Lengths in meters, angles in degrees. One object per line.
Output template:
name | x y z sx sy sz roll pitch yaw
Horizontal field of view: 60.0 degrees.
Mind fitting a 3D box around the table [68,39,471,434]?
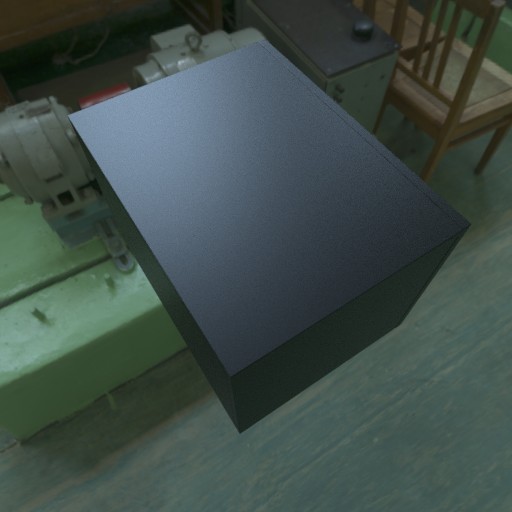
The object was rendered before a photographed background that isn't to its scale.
table | 0.000 0.000 0.983 0.441 0.584 0.564 -29 63 -17
